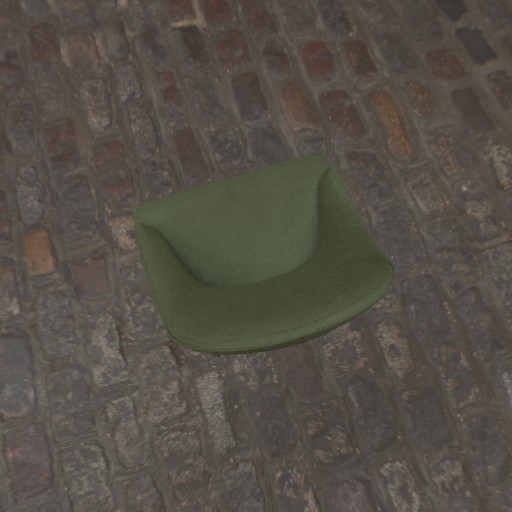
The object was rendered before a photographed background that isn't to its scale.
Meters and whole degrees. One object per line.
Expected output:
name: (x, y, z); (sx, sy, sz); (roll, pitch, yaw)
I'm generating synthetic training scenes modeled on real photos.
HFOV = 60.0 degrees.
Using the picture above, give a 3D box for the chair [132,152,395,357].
chair: (0.000, 0.000, 1.269); (0.643, 0.889, 0.575); (-17, 75, -5)
